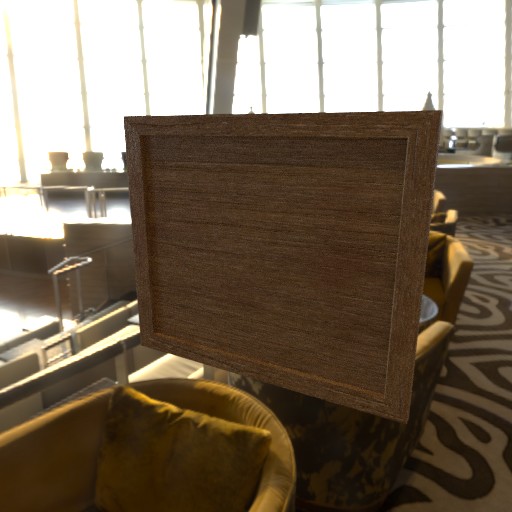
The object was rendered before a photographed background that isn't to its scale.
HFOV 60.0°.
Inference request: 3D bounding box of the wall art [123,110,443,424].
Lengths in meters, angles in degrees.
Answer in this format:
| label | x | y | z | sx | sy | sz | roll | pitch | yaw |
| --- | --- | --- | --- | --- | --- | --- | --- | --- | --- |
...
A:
| label | x | y | z | sx | sy | sz | roll | pitch | yaw |
| --- | --- | --- | --- | --- | --- | --- | --- | --- | --- |
| wall art | 0.000 | 0.000 | 0.961 | 0.690 | 0.588 | 0.026 | 9 | 18 | 27 |
